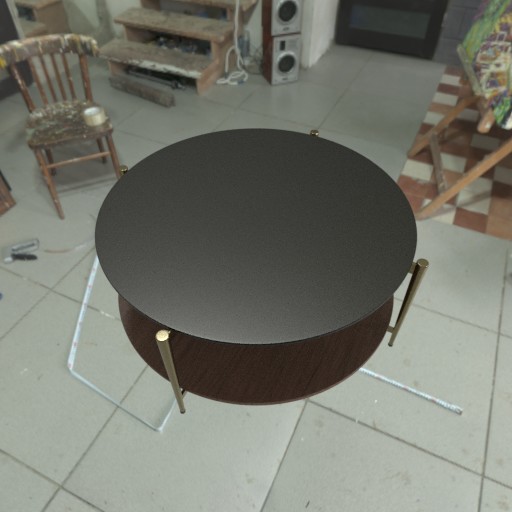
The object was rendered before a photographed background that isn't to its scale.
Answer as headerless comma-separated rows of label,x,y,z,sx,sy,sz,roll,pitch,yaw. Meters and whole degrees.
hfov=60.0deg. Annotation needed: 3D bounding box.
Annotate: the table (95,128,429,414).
table,0.000,0.000,1.473,0.938,0.400,0.938,-3,46,-3
